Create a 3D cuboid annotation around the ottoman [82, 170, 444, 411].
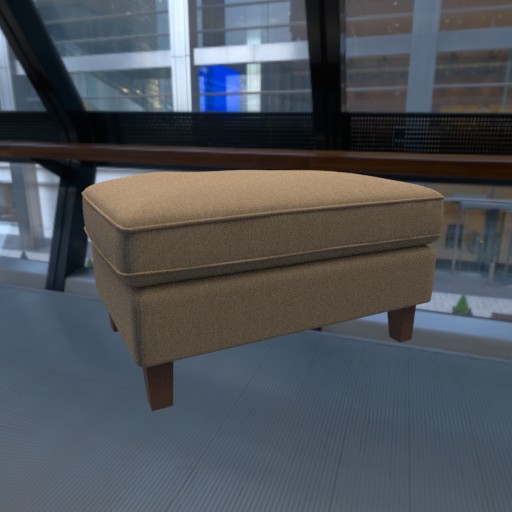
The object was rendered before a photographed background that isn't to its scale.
[{"bbox_3d":[0.000,0.000,1.373,0.945,0.521,0.636,-8,17,-26],"label":"ottoman"}]
